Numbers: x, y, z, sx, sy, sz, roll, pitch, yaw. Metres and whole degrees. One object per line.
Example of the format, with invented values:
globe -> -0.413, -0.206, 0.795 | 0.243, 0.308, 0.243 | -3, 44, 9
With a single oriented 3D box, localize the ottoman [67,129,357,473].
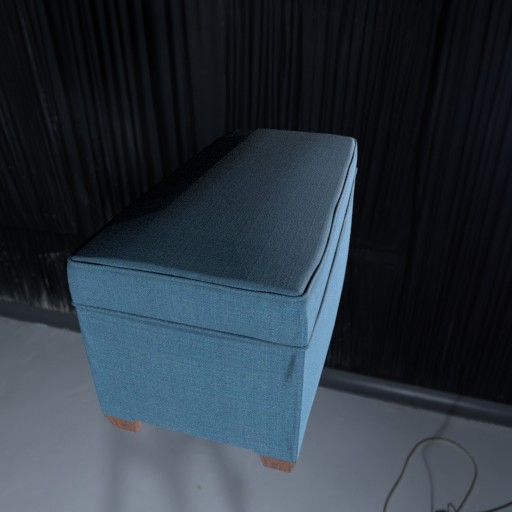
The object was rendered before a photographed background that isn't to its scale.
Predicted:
ottoman -> 0.000, 0.000, 1.208 | 0.474, 0.474, 0.943 | 8, 31, 14
